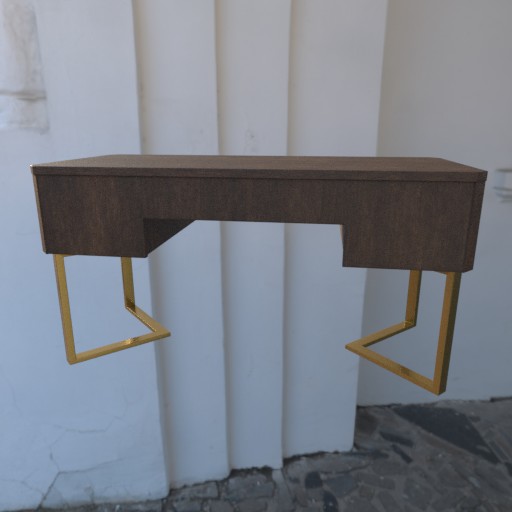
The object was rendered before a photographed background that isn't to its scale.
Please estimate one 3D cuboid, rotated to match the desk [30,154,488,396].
[{"bbox_3d":[0.000,0.000,1.811,1.479,0.762,0.684,2,16,8],"label":"desk"}]
